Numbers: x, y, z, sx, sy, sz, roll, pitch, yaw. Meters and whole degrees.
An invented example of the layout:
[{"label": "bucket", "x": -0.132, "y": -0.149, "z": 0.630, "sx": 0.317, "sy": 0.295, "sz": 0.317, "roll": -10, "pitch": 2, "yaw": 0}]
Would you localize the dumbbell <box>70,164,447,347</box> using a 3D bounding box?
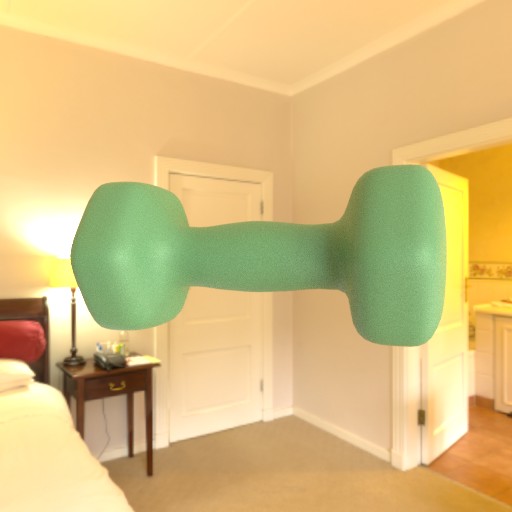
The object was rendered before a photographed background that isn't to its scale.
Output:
[{"label": "dumbbell", "x": 0.000, "y": 0.000, "z": 0.326, "sx": 0.257, "sy": 0.114, "sz": 0.126, "roll": 0, "pitch": 0, "yaw": 18}]
